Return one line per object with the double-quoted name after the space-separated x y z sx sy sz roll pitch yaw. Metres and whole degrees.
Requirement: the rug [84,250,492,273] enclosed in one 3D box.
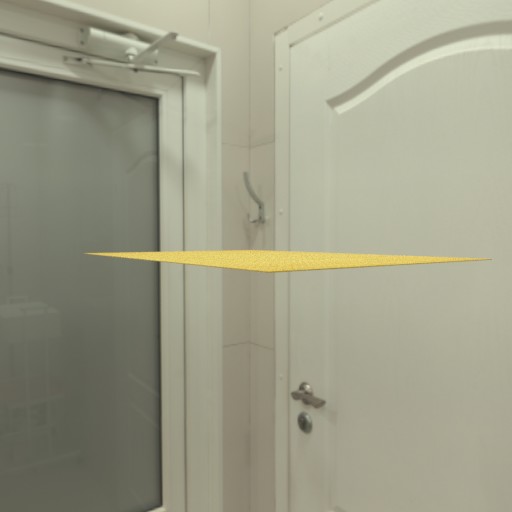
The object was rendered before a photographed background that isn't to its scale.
0.000 0.000 3.691 1.981 0.006 2.895 -2 3 -36 "rug"
